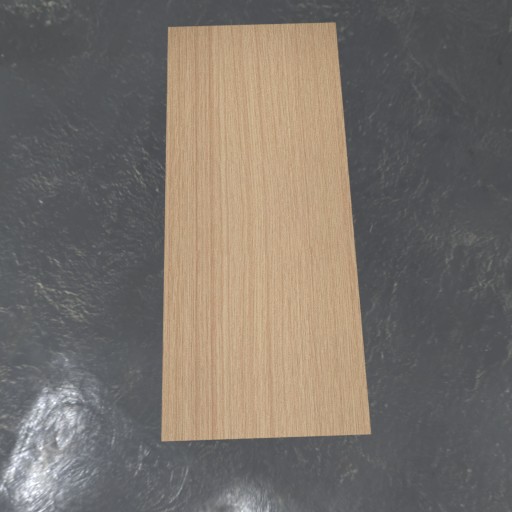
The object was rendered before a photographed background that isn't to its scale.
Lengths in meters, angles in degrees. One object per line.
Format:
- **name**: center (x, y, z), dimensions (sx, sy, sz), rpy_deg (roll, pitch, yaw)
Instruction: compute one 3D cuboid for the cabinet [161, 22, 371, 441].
- **cabinet**: center (0.000, 0.000, 1.582), dimensions (0.470, 1.016, 1.057), rpy_deg (-2, 77, 0)
